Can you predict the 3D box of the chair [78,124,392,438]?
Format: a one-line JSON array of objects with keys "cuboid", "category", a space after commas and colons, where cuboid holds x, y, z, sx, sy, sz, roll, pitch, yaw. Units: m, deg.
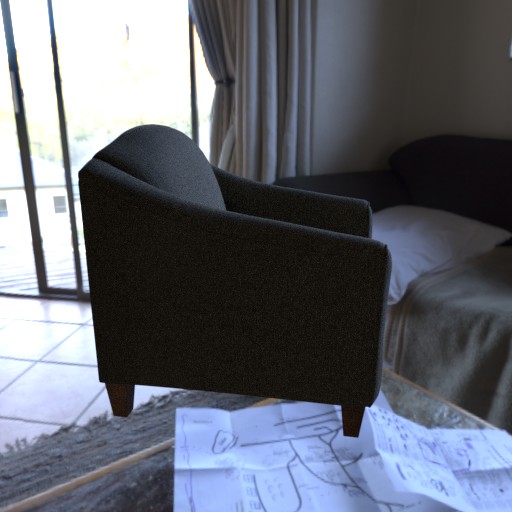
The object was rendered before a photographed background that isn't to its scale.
[{"cuboid": [0.000, 0.000, 1.465, 0.787, 0.839, 0.763, 3, 15, 10], "category": "chair"}]
